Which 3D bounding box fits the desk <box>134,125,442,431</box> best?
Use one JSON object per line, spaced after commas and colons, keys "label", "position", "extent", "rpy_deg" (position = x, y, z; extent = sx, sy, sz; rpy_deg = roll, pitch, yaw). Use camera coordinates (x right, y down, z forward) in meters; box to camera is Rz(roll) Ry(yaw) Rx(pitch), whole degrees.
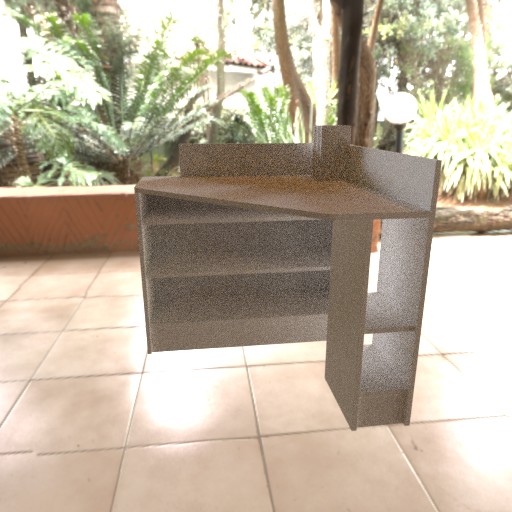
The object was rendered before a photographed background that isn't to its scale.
{"label": "desk", "position": [0.000, 0.000, 1.766], "extent": [0.940, 0.986, 0.940], "rpy_deg": [-2, 17, -7]}
